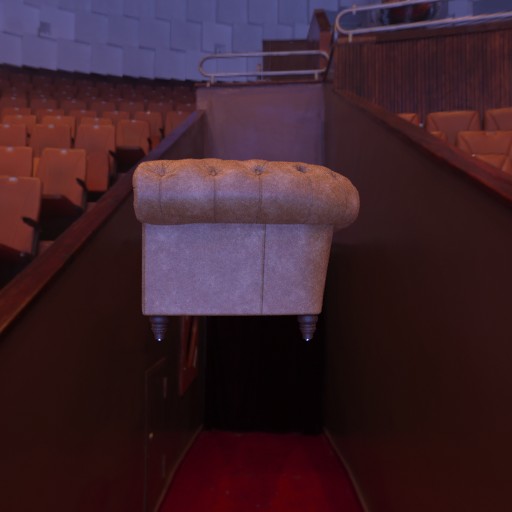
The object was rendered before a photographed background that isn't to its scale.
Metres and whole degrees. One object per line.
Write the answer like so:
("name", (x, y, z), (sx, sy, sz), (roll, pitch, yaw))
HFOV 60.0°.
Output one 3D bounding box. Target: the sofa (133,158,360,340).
("sofa", (0.000, 0.000, 2.845), (0.989, 0.760, 2.365), (0, -1, 0))
